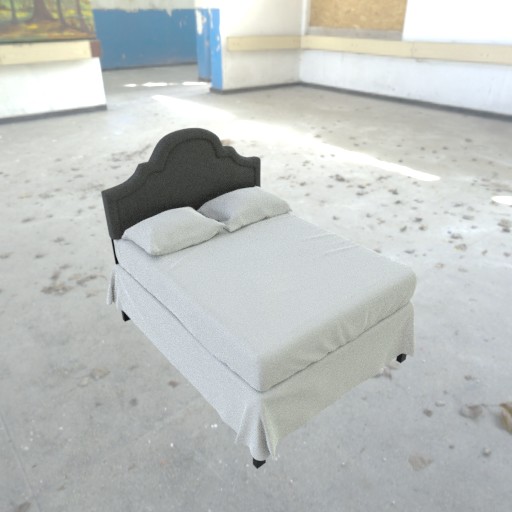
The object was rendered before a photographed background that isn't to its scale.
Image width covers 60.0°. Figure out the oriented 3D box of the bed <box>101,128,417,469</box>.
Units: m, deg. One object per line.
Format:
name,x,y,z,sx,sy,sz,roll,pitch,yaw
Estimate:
bed,0.000,0.000,3.490,1.780,1.634,2.222,-22,36,-33
